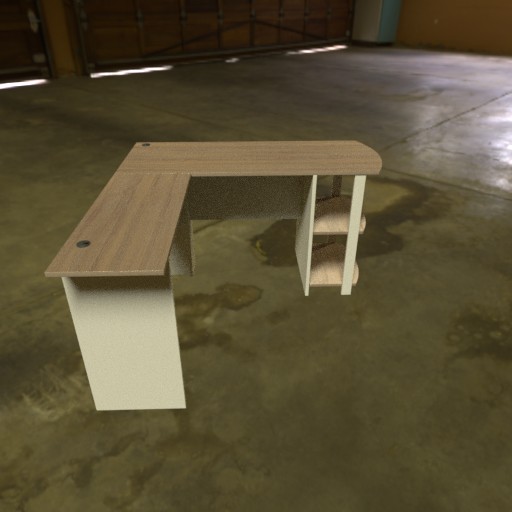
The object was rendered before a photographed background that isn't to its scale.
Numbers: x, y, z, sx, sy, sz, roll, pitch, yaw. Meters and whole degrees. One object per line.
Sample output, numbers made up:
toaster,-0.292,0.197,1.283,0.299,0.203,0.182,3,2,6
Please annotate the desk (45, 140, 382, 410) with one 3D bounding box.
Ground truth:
desk,0.000,0.000,2.103,1.303,0.716,1.361,-1,30,-2
